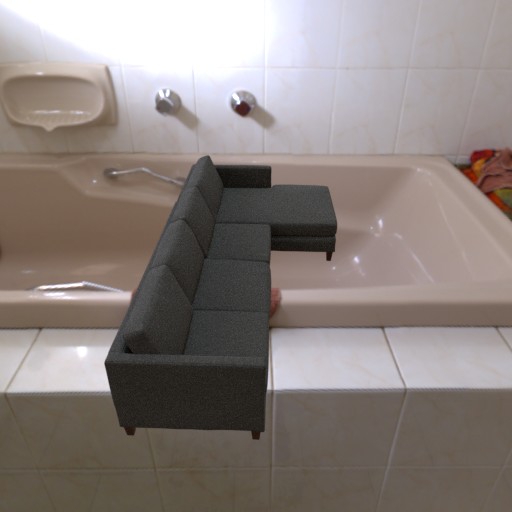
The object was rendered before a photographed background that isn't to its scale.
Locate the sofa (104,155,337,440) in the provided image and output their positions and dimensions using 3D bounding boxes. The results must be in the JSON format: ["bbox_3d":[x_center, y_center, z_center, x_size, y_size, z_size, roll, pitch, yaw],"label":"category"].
[{"bbox_3d":[0.000,0.000,3.963,1.625,0.846,3.186,1,32,2],"label":"sofa"}]
